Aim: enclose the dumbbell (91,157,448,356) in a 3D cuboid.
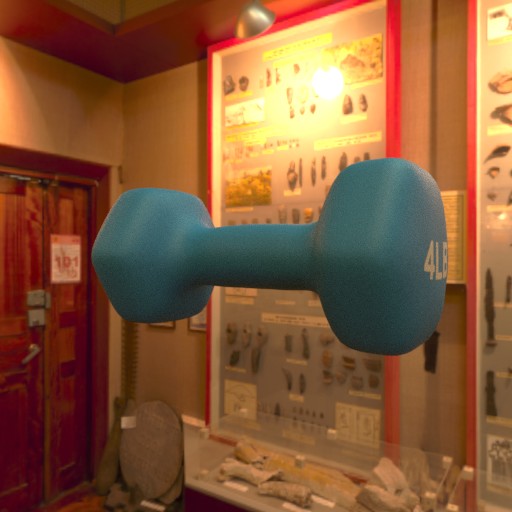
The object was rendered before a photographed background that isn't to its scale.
[{"bbox_3d":[0.000,0.000,0.193,0.152,0.066,0.074,0,0,35],"label":"dumbbell"}]
